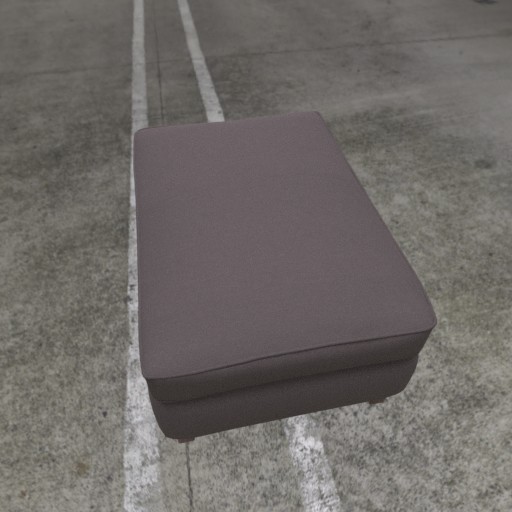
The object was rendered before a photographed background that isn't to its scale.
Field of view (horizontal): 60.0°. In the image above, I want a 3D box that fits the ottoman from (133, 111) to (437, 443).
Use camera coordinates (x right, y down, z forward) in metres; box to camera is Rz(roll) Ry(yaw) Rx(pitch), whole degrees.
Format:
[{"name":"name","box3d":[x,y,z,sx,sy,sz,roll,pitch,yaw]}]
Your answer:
[{"name":"ottoman","box3d":[0.000,0.000,0.983,0.508,0.406,0.686,-8,48,-8]}]
